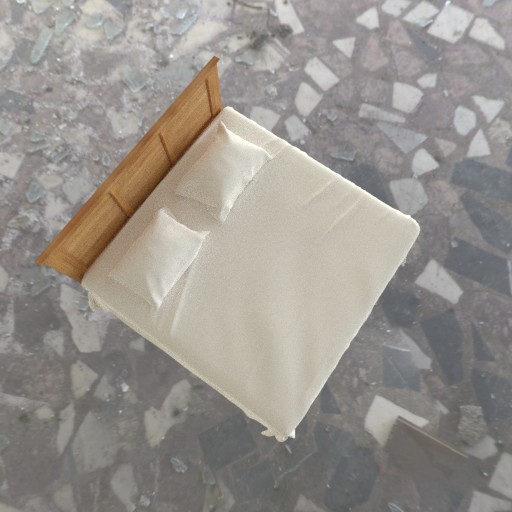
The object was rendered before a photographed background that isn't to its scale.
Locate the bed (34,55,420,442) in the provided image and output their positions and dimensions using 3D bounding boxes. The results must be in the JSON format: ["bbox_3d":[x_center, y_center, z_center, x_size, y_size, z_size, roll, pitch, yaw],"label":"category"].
[{"bbox_3d":[0.000,0.000,3.611,2.215,1.270,2.317,34,77,9],"label":"bed"}]
